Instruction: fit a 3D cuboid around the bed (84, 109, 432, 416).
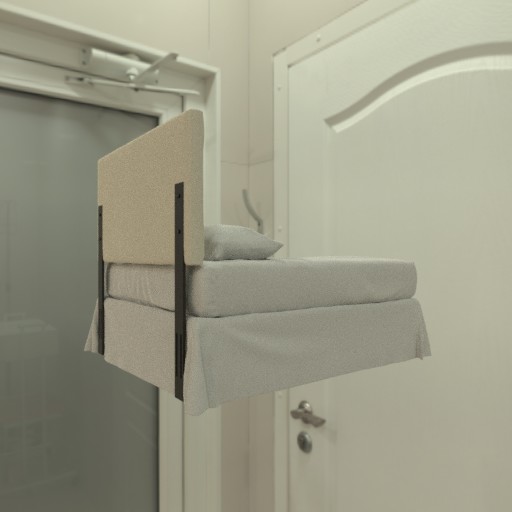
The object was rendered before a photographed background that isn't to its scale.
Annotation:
[{"bbox_3d":[0.000,0.000,3.590,2.222,1.577,1.936,0,0,-36],"label":"bed"}]
